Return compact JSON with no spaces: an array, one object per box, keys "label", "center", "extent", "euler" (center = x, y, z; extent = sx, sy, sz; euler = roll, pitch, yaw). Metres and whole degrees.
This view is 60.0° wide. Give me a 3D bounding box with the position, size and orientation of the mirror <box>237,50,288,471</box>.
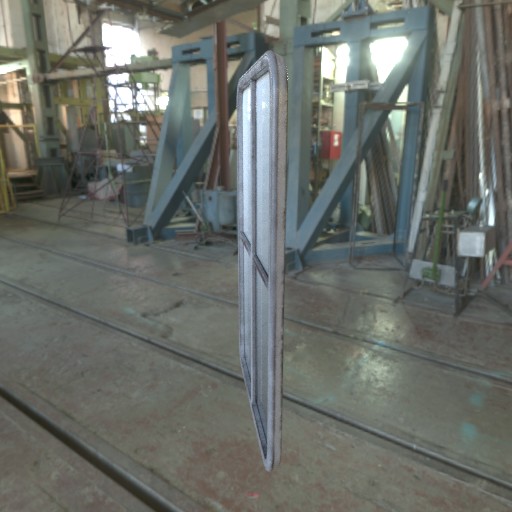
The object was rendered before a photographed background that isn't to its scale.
[{"label":"mirror","center":[0.000,0.000,0.901],"extent":[0.024,0.713,0.461],"euler":[-2,16,-8]}]
